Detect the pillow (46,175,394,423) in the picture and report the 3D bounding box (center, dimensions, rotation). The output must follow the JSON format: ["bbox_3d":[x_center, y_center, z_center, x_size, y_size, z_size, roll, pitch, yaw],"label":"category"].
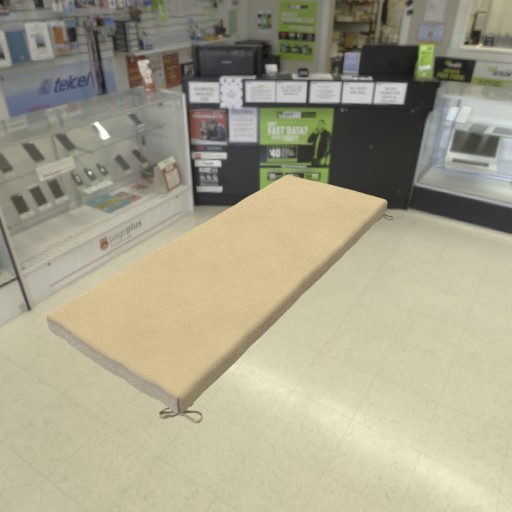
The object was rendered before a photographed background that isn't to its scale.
[{"bbox_3d":[0.000,0.000,1.390,0.492,0.081,1.187,20,38,29],"label":"pillow"}]
